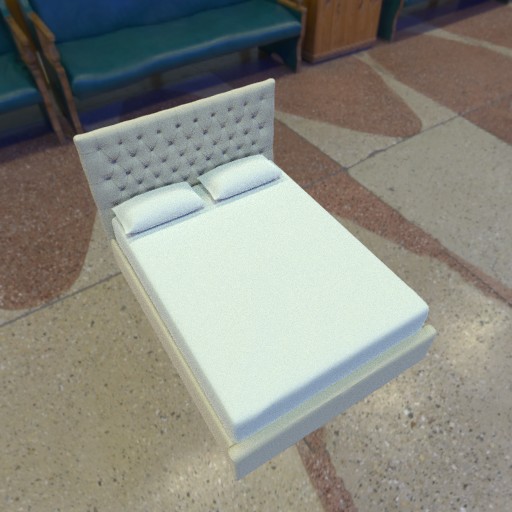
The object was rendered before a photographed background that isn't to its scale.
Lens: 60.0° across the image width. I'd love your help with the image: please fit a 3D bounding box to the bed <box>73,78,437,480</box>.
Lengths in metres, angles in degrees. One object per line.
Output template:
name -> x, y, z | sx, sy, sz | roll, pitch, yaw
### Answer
bed -> 0.000, 0.000, 3.296 | 1.696, 1.426, 2.233 | -25, 52, -21
